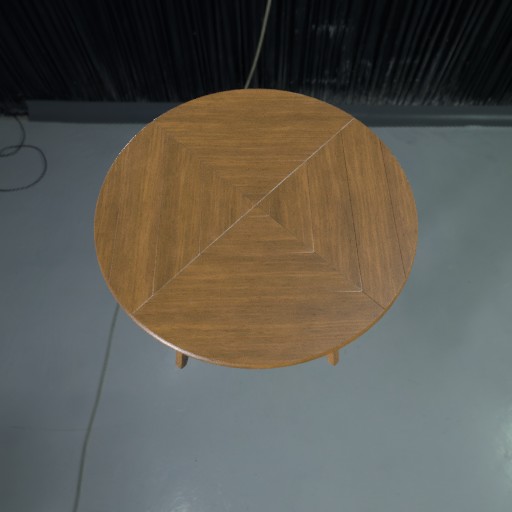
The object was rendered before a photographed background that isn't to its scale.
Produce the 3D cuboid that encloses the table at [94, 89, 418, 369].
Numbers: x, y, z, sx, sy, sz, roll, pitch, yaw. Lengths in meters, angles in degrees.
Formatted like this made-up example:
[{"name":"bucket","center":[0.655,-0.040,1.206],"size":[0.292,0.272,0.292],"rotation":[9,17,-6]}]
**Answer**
[{"name":"table","center":[0.000,0.000,1.787],"size":[1.055,0.757,1.055],"rotation":[0,64,0]}]
